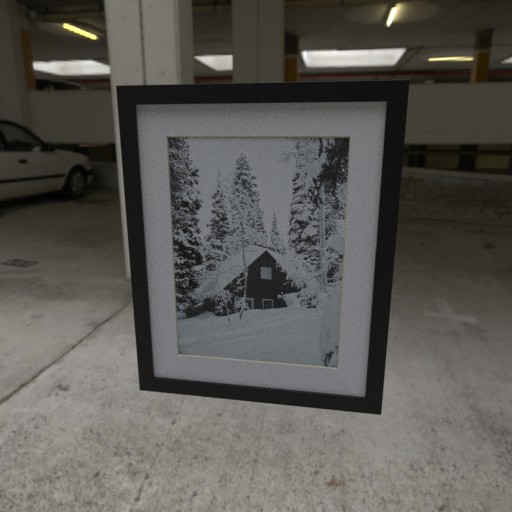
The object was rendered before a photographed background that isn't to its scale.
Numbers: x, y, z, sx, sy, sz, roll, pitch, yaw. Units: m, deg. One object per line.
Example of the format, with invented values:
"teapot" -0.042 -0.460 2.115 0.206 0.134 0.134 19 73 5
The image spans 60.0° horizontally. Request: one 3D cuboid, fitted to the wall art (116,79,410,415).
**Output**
"wall art" 0.000 0.000 0.544 0.325 0.397 0.018 3 15 10
